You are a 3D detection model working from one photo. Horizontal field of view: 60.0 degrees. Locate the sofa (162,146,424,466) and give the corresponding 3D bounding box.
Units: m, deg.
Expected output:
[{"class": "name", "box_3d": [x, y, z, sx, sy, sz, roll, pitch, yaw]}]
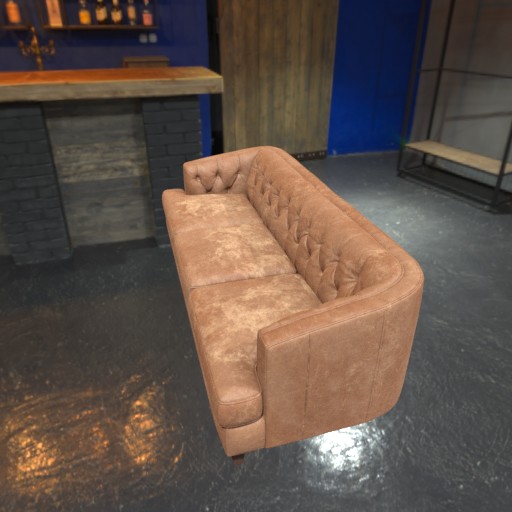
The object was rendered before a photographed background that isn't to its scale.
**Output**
[{"class": "sofa", "box_3d": [0.000, 0.000, 2.654, 0.922, 0.791, 2.257, -8, 30, -14]}]
